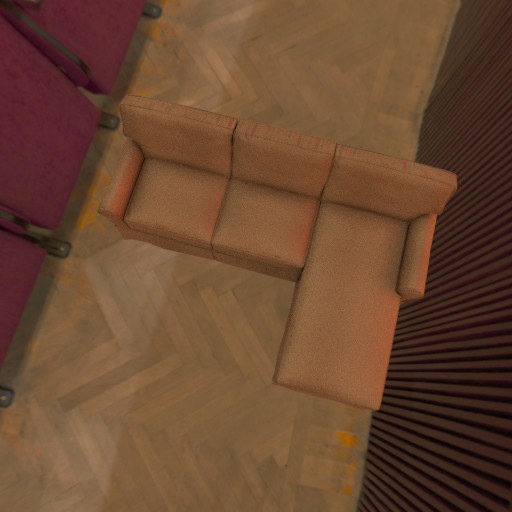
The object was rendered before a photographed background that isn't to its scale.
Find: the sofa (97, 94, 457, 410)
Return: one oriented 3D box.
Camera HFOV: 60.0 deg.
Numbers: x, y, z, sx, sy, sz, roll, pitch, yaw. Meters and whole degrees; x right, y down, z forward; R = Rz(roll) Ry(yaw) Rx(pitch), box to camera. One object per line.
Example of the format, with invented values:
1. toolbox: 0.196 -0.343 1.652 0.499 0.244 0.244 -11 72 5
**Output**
1. sofa: 0.000 0.000 3.304 2.475 0.978 1.733 15 76 4
